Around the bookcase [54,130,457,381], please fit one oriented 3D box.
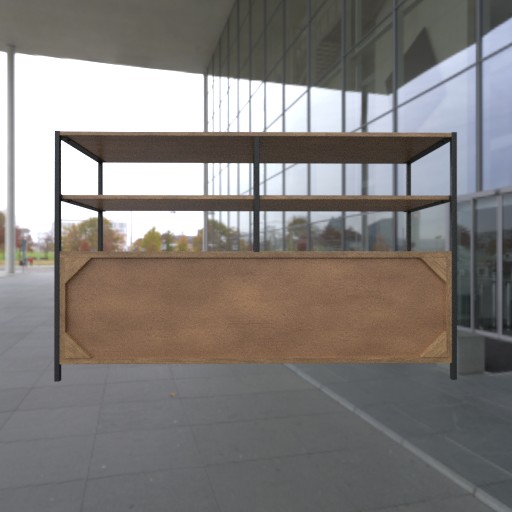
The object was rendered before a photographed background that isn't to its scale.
[{"bbox_3d":[0.000,0.000,1.456,1.149,0.712,0.391,0,0,-1],"label":"bookcase"}]
